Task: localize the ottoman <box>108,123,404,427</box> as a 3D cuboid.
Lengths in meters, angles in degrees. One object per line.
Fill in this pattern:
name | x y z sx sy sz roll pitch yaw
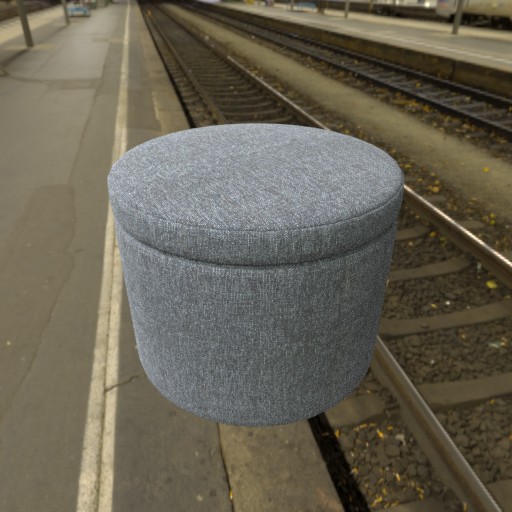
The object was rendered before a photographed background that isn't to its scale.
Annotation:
ottoman | 0.000 0.000 0.866 0.500 0.419 0.500 0 31 0
